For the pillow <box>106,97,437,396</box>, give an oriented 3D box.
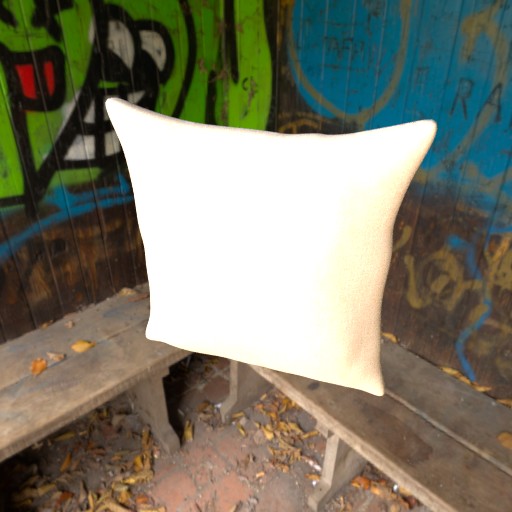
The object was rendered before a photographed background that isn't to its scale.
[{"bbox_3d":[0.000,0.000,0.666,0.436,0.432,0.138,10,32,16],"label":"pillow"}]
